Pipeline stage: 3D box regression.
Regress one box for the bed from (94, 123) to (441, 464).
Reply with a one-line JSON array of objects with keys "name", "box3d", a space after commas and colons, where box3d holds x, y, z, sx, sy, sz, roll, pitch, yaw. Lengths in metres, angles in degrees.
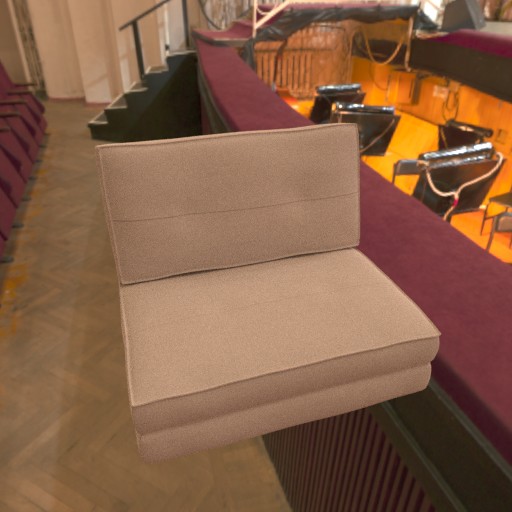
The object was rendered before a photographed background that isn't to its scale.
[{"name": "bed", "box3d": [0.000, 0.000, 1.272, 0.799, 0.614, 0.749, -9, 32, -15]}]
